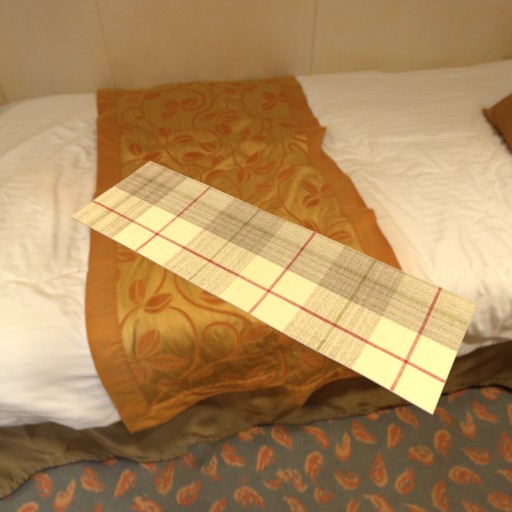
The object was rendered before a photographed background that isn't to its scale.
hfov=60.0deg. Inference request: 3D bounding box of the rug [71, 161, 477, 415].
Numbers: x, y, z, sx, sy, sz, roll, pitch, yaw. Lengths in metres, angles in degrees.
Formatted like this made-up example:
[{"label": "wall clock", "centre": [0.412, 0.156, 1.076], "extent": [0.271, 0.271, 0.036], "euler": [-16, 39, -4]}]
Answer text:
[{"label": "rug", "centre": [0.000, 0.000, 2.698], "extent": [2.439, 0.013, 0.762], "euler": [26, 52, 22]}]
